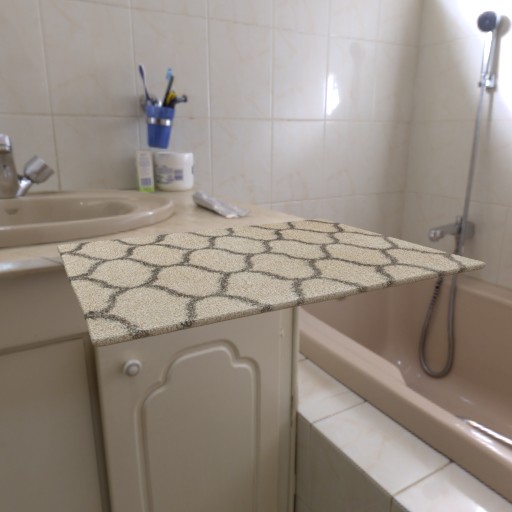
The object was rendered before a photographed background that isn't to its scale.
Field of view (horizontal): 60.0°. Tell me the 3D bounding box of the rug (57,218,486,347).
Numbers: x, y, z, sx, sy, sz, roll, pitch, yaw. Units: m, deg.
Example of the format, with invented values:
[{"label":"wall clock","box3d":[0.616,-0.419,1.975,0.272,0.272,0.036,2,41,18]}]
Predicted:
[{"label":"rug","box3d":[0.000,0.000,2.041,1.600,0.025,1.200,-8,17,-27]}]
